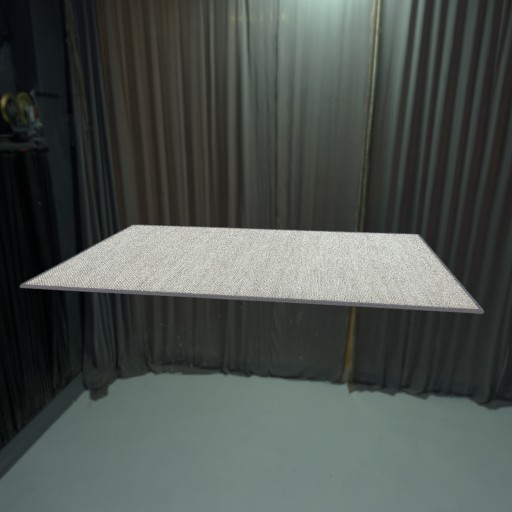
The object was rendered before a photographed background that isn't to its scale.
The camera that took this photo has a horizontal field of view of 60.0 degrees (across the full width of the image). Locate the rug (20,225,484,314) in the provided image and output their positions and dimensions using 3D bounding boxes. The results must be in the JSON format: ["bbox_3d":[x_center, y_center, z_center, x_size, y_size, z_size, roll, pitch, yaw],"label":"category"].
[{"bbox_3d":[0.000,0.000,2.074,1.676,0.013,1.067,2,17,8],"label":"rug"}]
